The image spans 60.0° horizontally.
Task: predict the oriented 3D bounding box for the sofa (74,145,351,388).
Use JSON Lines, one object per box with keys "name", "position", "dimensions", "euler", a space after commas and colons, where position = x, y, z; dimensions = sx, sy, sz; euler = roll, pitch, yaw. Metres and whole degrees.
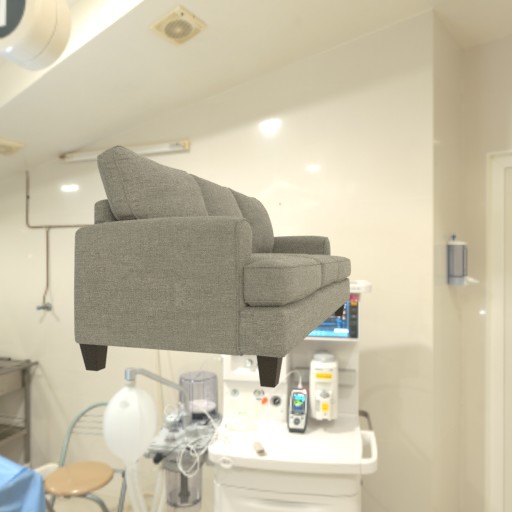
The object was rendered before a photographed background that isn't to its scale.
{"name": "sofa", "position": [0.000, 0.000, 2.725], "dimensions": [0.951, 0.965, 2.158], "euler": [0, 0, 18]}
